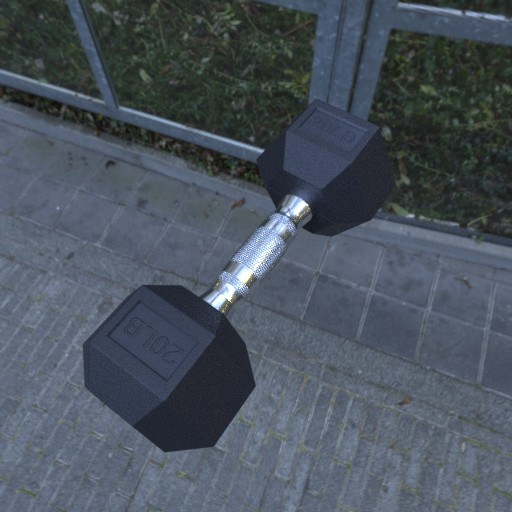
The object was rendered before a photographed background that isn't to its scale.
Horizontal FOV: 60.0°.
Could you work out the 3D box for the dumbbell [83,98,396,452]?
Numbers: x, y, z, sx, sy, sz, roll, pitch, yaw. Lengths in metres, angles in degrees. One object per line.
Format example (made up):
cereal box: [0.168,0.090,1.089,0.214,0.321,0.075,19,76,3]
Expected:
dumbbell: [0.000,0.000,0.318,0.106,0.092,0.272,31,64,17]
